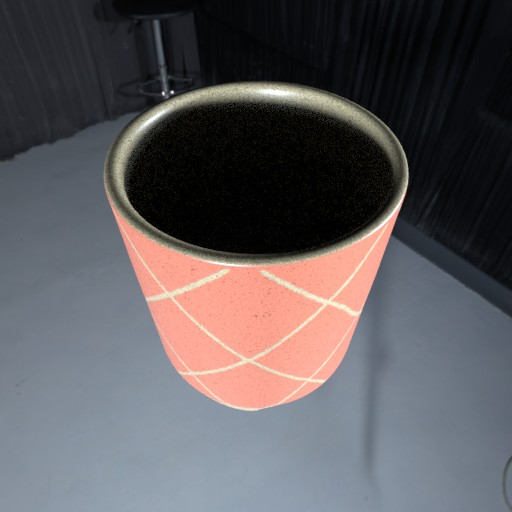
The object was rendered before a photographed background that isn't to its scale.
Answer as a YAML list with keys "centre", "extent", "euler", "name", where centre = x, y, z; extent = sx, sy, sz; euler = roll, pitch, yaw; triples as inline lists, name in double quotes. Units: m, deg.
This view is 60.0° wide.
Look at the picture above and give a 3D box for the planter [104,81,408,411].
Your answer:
- centre: [0.000, 0.000, 0.357]
  extent: [0.191, 0.200, 0.191]
  euler: [0, 48, 0]
  name: "planter"
